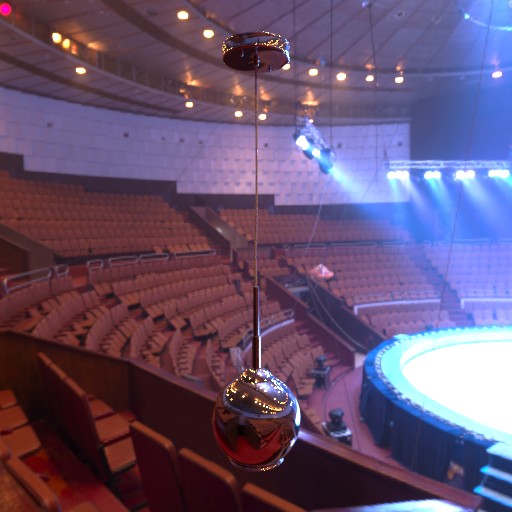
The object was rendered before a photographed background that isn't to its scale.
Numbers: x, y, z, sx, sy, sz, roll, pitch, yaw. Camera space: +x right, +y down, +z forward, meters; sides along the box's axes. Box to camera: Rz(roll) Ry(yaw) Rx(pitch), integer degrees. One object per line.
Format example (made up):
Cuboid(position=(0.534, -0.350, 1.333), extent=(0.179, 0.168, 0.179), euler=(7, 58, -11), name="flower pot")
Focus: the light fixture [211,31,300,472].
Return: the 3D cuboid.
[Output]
Cuboid(position=(0.000, 0.000, 1.660), extent=(0.336, 1.538, 0.336), euler=(1, 2, 35), name="light fixture")
